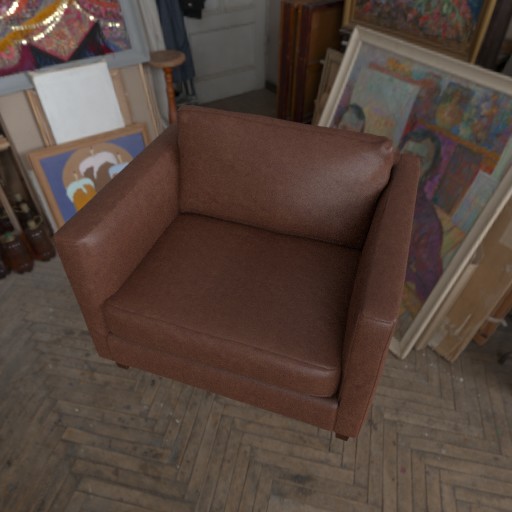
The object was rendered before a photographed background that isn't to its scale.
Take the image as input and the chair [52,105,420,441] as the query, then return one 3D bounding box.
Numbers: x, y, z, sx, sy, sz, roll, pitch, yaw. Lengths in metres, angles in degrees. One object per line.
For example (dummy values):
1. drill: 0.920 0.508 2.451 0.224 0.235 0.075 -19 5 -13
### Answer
1. chair: 0.000 0.000 1.784 1.107 0.917 0.959 13 44 14
